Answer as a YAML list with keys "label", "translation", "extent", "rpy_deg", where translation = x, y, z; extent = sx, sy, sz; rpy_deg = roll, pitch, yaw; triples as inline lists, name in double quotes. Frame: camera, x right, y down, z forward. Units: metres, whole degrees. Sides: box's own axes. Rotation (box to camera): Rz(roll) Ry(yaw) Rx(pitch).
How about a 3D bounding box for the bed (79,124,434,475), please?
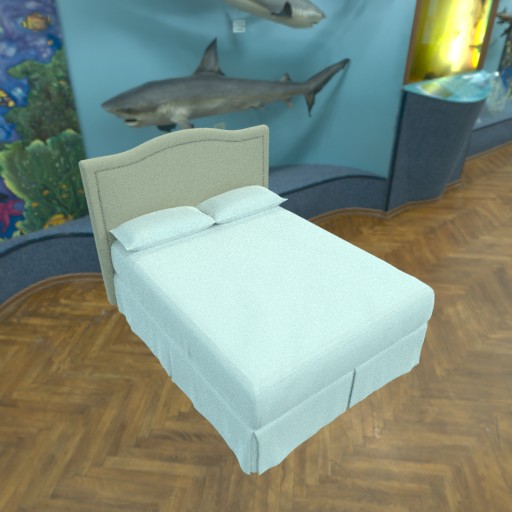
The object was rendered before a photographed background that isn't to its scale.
- label: "bed"
  translation: [0.000, 0.000, 3.355]
  extent: [1.753, 1.460, 2.143]
  rpy_deg: [-21, 37, -31]
